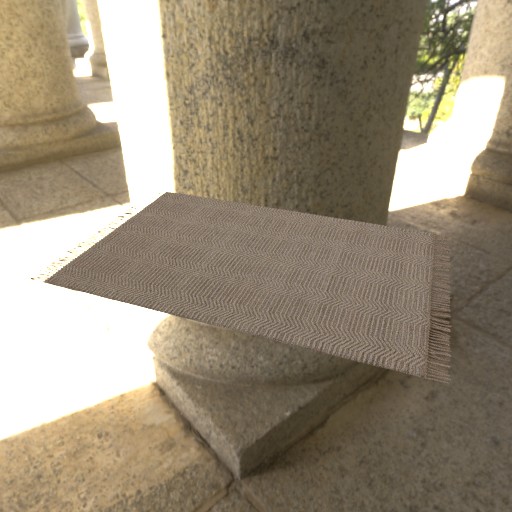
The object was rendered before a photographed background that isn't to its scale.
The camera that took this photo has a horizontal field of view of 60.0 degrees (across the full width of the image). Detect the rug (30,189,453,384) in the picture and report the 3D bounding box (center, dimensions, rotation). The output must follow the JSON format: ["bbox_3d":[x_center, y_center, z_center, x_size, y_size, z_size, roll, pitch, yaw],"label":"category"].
[{"bbox_3d":[0.000,0.000,3.043,2.523,0.034,1.528,11,33,17],"label":"rug"}]
